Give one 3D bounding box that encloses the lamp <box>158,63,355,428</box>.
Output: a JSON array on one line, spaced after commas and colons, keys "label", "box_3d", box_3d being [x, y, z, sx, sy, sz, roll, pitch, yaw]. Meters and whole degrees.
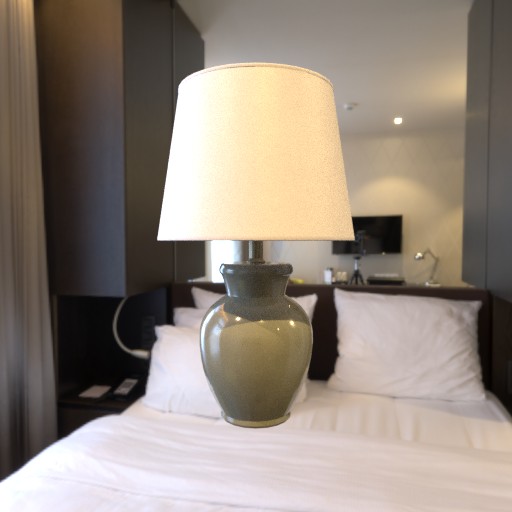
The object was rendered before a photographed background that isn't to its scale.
[{"label": "lamp", "box_3d": [0.000, 0.000, 0.551, 0.239, 0.399, 0.239, 0, 2, 0]}]
